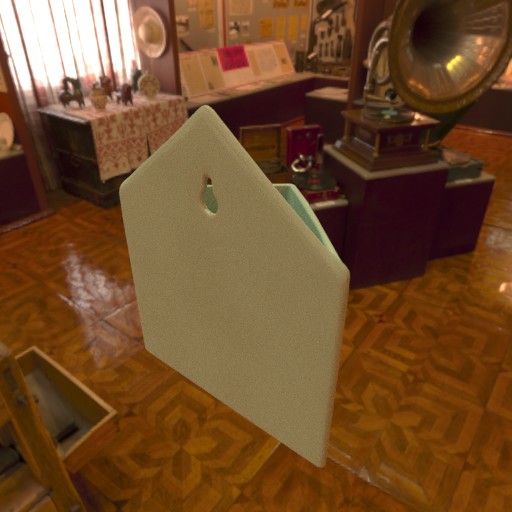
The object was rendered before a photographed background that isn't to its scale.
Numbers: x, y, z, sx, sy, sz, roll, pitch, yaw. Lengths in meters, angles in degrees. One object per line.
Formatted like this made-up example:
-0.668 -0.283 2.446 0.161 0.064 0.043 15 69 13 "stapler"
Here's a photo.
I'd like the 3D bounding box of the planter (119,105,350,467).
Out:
0.000 0.000 0.280 0.164 0.197 0.079 23 38 32 "planter"
